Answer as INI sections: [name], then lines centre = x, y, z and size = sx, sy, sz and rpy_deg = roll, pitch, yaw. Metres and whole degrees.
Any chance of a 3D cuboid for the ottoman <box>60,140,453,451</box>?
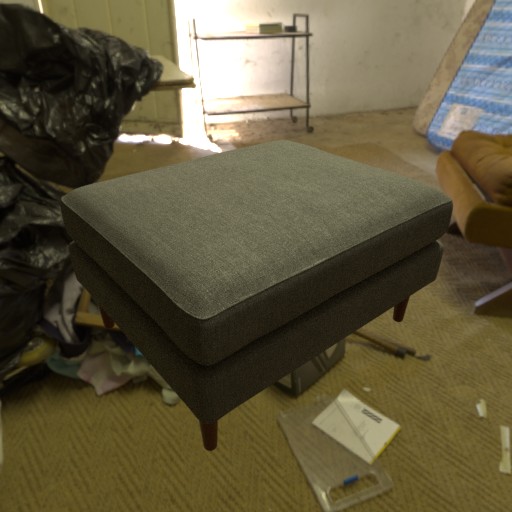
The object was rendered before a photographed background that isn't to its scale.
[ottoman]
centre = 0.000, 0.000, 1.256
size = 0.821, 0.474, 0.693
rpy_deg = -23, 37, -33
